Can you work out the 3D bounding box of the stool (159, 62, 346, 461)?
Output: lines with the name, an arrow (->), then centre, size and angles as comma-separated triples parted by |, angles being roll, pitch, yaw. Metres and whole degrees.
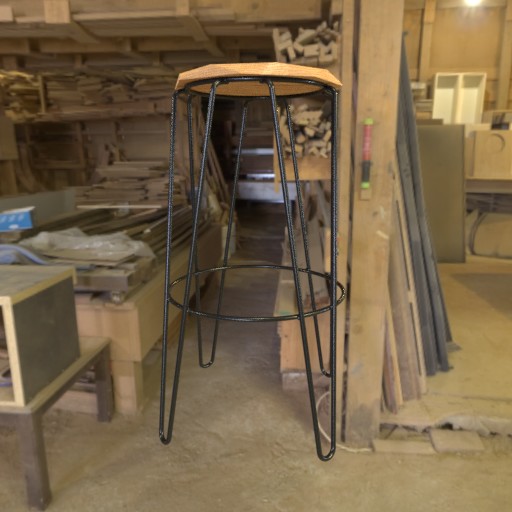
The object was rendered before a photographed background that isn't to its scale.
stool -> 0.000, 0.000, 0.803 | 0.326, 0.610, 0.326 | 2, 13, 9
